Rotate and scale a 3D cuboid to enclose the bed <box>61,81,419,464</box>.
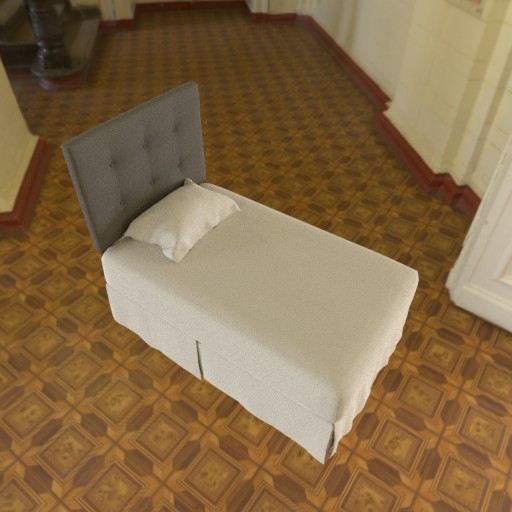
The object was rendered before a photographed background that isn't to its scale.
[{"bbox_3d":[0.000,0.000,2.996,1.997,1.571,1.261,26,49,25],"label":"bed"}]
